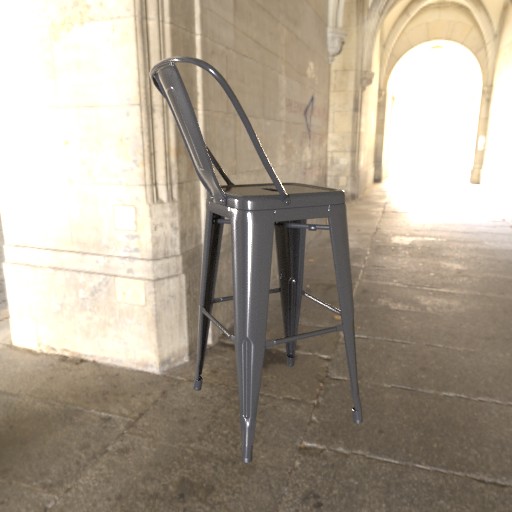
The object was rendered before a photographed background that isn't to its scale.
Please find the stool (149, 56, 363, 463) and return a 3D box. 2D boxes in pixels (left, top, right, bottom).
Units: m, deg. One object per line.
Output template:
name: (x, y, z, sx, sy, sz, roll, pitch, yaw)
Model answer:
stool: (0.000, 0.000, 1.299, 0.528, 1.022, 0.432, -7, 16, -26)
